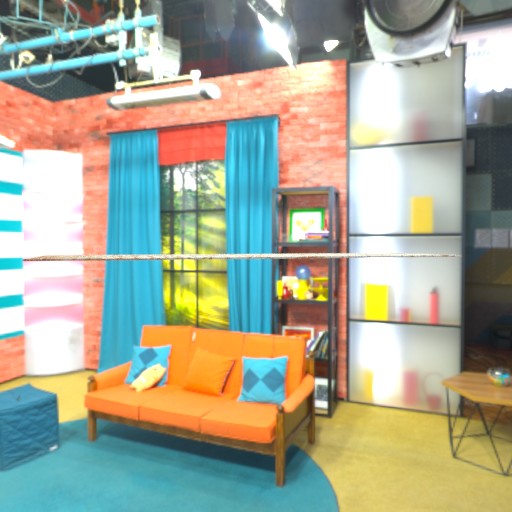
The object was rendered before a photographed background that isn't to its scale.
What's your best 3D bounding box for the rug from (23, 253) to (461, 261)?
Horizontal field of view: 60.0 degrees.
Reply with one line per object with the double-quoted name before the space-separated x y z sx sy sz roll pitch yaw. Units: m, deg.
"rug" 0.000 0.000 2.703 2.435 0.011 0.750 0 1 -19
